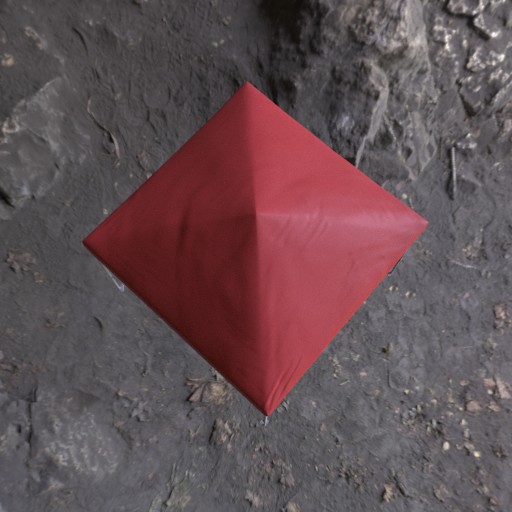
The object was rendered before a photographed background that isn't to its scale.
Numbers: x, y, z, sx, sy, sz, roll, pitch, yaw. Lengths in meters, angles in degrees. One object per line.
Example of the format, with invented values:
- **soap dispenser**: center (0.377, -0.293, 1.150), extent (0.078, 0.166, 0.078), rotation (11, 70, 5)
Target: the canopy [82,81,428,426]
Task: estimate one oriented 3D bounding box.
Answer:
- **canopy**: center (0.000, 0.000, 5.100), extent (2.848, 2.849, 2.849), rotation (41, 79, 10)
